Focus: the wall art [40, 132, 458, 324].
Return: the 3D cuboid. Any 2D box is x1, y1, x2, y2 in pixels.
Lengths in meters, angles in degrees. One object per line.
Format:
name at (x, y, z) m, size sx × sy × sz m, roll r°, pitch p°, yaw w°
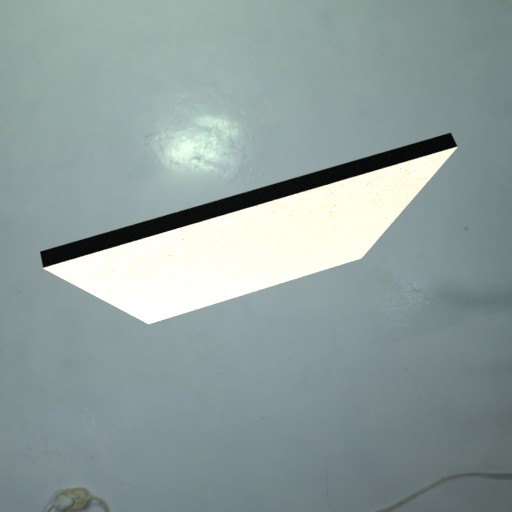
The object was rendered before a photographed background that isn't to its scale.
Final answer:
wall art at (0.000, 0.000, 1.165) m, size 0.773 × 0.775 × 0.031 m, roll -17°, pitch 75°, yaw -5°
